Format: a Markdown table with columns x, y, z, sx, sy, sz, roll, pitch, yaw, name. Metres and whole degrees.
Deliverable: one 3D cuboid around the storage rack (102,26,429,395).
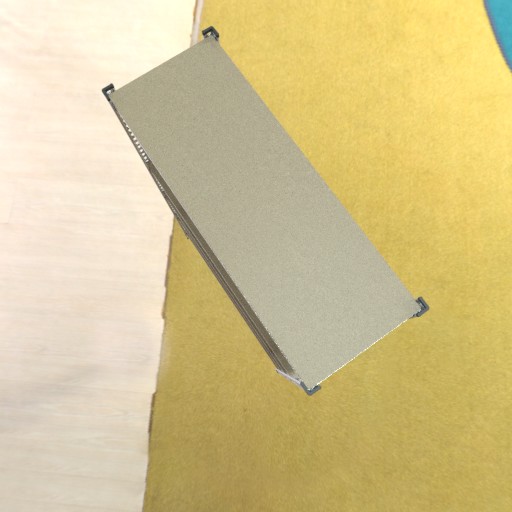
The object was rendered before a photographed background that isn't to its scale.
| x | y | z | sx | sy | sz | roll | pitch | yaw | name |
| --- | --- | --- | --- | --- | --- | --- | --- | --- | --- |
| 0.000 | 0.000 | 2.323 | 0.457 | 1.829 | 1.219 | -34 | 79 | -7 | storage rack |
